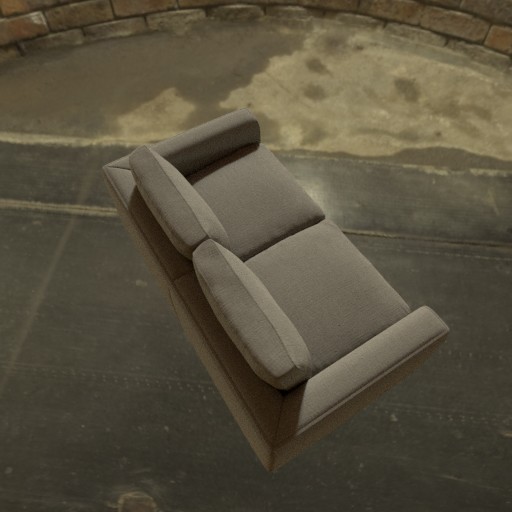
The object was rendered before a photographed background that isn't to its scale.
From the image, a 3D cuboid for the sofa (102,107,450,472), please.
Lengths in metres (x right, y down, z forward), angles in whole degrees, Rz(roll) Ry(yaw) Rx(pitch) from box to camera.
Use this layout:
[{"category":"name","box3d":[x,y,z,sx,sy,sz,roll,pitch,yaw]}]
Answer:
[{"category":"sofa","box3d":[0.000,0.000,2.518,1.069,0.800,1.920,-28,62,-16]}]
